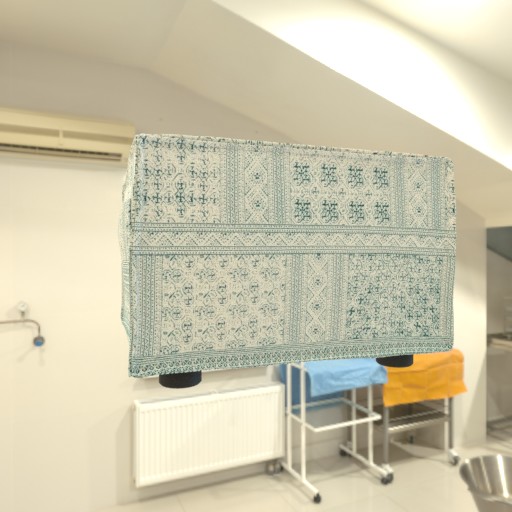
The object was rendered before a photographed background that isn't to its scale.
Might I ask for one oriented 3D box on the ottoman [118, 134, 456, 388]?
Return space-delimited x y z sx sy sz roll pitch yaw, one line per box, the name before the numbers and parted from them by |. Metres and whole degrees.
ottoman | 0.000 0.000 1.051 0.626 0.439 0.617 0 0 -18
